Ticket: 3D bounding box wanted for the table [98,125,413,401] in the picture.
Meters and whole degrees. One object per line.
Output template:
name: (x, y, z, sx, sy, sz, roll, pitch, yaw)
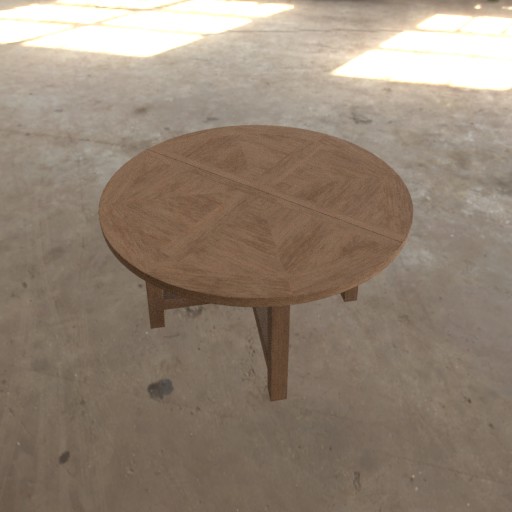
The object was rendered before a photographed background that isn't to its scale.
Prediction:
table: (0.000, 0.000, 2.169, 1.319, 0.762, 1.319, 0, 40, 0)
